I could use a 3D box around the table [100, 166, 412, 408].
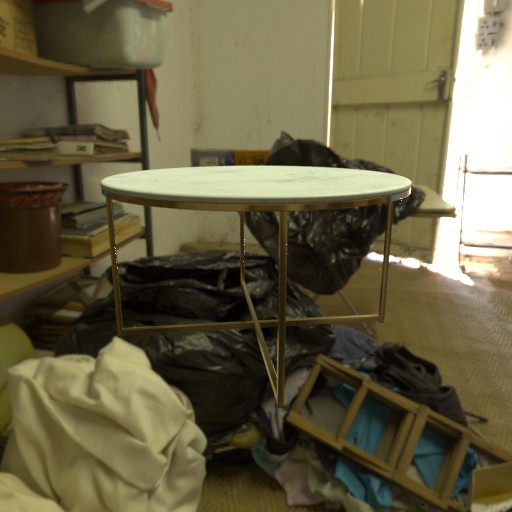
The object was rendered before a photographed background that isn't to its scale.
[{"bbox_3d":[0.000,0.000,1.259,0.800,0.450,0.800,0,15,0],"label":"table"}]
